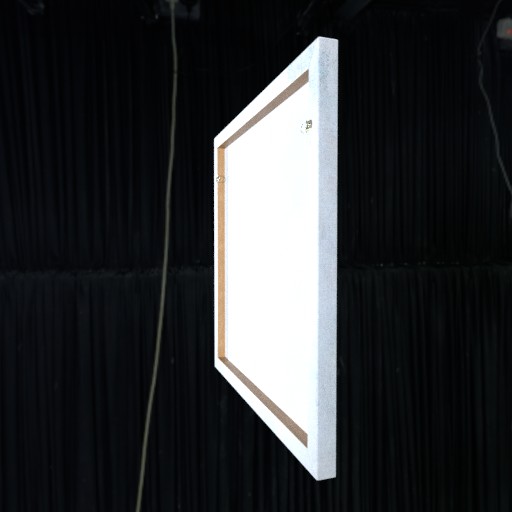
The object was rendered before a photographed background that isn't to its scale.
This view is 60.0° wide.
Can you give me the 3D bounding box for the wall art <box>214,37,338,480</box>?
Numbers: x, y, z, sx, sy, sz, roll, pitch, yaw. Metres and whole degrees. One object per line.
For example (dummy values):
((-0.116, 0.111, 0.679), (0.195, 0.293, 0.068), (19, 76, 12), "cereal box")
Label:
((0.000, 0.000, 1.124), (0.041, 0.762, 0.762), (-1, 2, -19), "wall art")
